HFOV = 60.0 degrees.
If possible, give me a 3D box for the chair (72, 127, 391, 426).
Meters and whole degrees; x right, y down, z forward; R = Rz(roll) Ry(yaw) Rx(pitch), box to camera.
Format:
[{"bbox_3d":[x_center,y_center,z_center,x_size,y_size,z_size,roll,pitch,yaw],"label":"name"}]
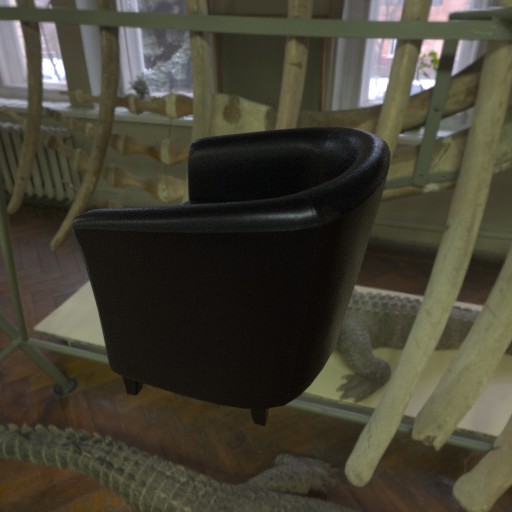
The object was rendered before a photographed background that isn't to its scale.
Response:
[{"bbox_3d":[0.000,0.000,1.412,0.727,0.756,0.793,8,31,14],"label":"chair"}]
